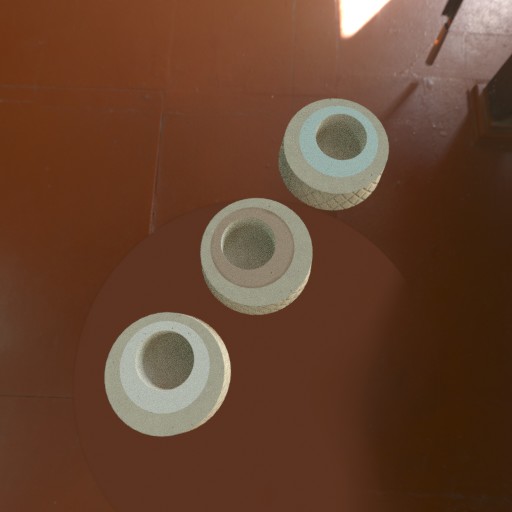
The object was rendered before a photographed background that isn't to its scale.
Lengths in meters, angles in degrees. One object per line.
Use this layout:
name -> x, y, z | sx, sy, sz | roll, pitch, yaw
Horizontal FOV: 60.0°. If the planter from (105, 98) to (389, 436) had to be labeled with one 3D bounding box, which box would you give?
planter -> 0.000, 0.000, 0.440 | 0.114, 0.038, 0.390 | 35, 78, 8
